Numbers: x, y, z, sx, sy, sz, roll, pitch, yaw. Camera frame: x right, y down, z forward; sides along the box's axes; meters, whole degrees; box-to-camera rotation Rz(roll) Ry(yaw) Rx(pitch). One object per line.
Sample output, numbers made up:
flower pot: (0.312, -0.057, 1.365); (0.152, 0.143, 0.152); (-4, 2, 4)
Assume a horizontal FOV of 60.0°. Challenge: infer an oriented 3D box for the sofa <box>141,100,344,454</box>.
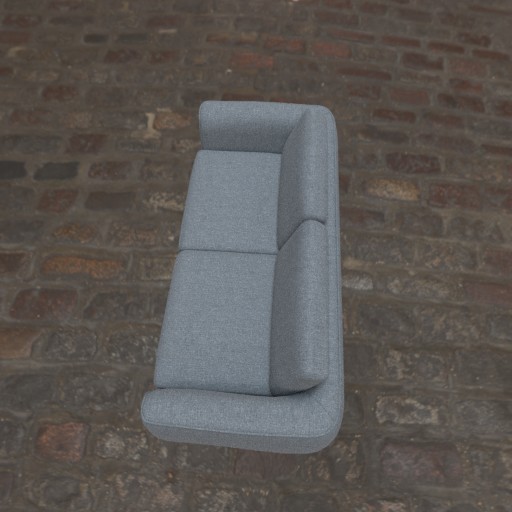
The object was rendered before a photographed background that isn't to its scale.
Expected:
sofa: (0.000, 0.000, 2.488); (0.920, 0.870, 2.000); (4, 60, 2)
